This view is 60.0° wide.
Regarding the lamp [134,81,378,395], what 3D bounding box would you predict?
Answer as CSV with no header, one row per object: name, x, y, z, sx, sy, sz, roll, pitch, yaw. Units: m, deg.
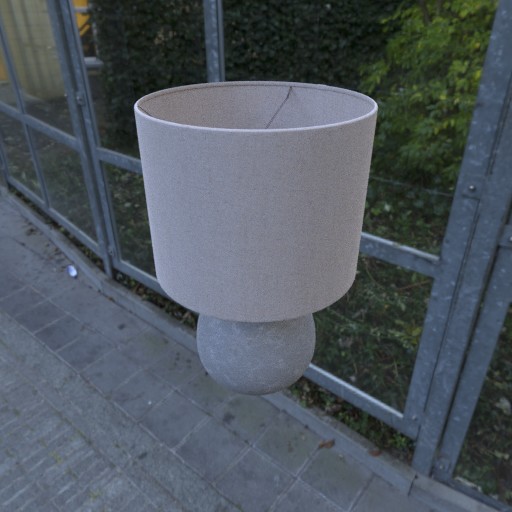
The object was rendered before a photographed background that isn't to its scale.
lamp,0.000,0.000,0.604,0.269,0.409,0.269,-21,36,-32
